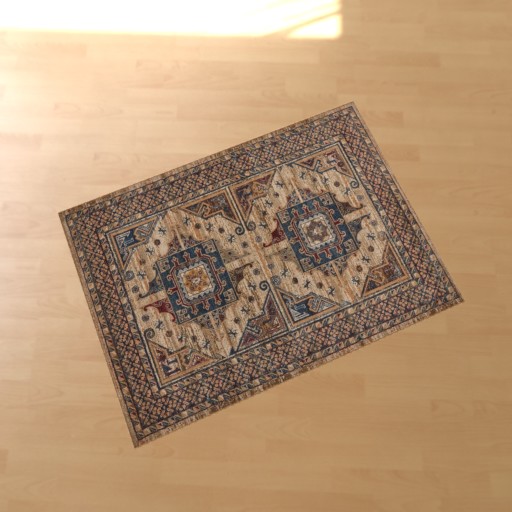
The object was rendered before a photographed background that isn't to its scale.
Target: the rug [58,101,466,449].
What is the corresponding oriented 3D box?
[{"bbox_3d":[0.000,0.000,2.909,2.227,0.008,1.611,-22,75,-6],"label":"rug"}]
